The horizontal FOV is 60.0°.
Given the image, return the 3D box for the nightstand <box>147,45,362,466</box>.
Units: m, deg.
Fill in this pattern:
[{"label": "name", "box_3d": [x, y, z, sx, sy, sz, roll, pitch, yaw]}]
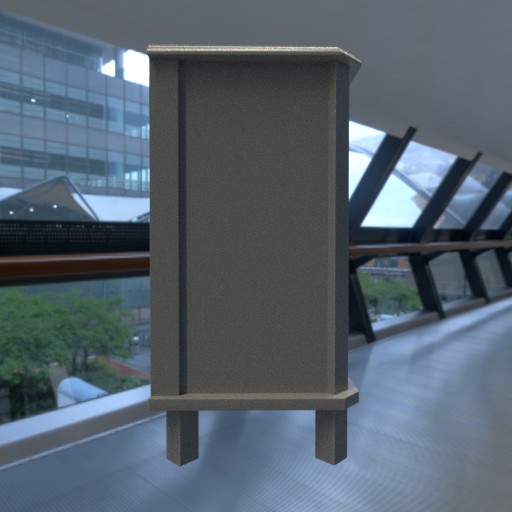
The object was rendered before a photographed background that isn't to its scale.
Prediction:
[{"label": "nightstand", "box_3d": [0.000, 0.000, 0.919, 0.348, 0.680, 0.435, 0, 1, -1]}]
